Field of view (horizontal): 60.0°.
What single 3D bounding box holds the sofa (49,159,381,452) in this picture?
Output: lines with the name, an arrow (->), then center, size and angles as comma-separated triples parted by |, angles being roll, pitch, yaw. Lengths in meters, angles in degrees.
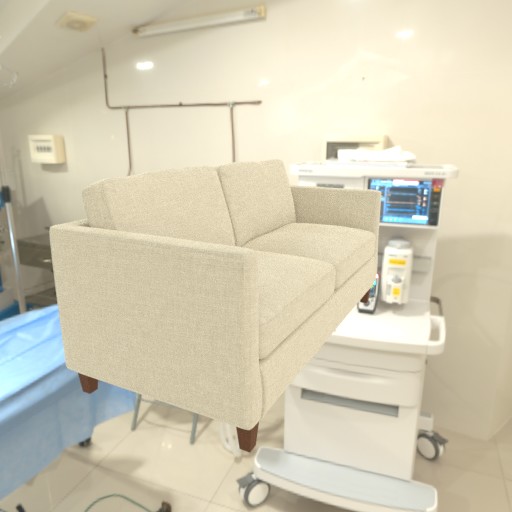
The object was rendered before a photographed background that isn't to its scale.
sofa -> 0.000, 0.000, 2.405 | 0.950, 0.963, 1.838 | 8, 17, 27
